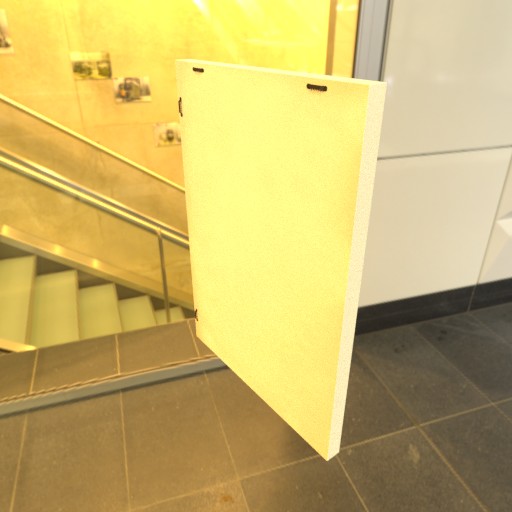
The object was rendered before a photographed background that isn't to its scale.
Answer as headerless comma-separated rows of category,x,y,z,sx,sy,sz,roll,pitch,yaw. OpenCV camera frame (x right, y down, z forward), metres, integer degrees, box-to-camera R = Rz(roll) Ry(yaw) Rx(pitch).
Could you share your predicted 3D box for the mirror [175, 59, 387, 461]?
mirror,0.000,0.000,0.909,0.040,0.710,0.507,-20,34,-33
